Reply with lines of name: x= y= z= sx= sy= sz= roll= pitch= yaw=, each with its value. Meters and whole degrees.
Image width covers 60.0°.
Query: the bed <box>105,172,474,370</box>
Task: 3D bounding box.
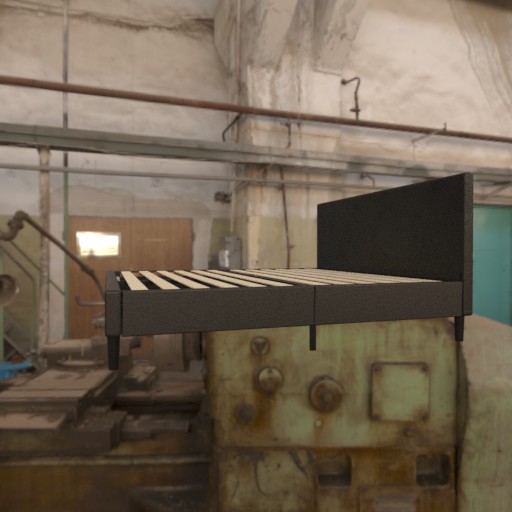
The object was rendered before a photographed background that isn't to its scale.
bed: x=0.000 y=0.000 z=3.346 sx=2.152 sy=1.046 sz=2.018 roll=0 pitch=1 yaw=-19
